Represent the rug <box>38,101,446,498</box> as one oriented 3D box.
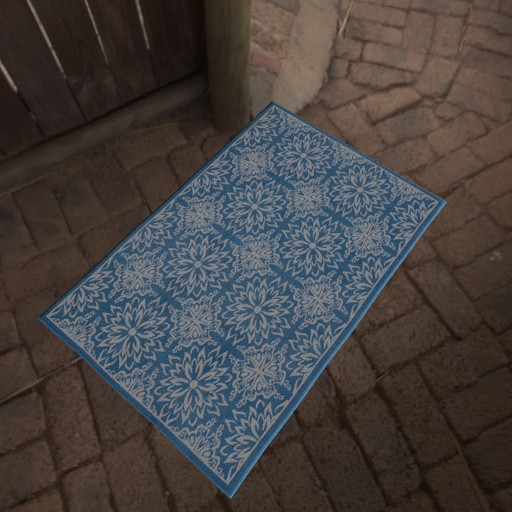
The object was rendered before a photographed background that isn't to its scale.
[{"bbox_3d":[0.000,0.000,3.441,1.830,0.018,2.769,36,68,17],"label":"rug"}]
